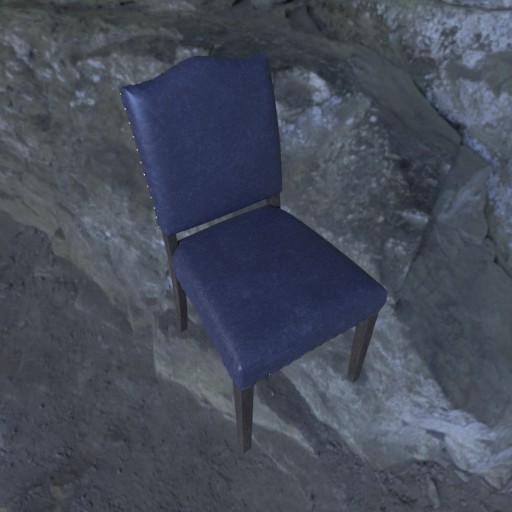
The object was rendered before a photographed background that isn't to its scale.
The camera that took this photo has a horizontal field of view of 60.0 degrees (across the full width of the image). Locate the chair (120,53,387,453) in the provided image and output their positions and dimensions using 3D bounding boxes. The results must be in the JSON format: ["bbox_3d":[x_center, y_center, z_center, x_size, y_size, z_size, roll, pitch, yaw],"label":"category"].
[{"bbox_3d":[0.000,0.000,1.331,0.500,0.991,0.633,-24,49,-23],"label":"chair"}]
